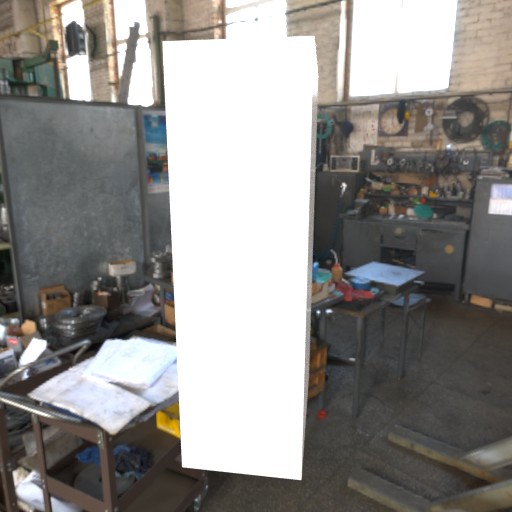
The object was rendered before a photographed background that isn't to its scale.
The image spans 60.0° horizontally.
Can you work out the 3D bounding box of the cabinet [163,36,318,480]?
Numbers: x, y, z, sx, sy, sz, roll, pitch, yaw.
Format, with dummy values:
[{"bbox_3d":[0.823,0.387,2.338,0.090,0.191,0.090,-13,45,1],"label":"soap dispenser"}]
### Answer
[{"bbox_3d":[0.000,0.000,2.365,0.580,1.920,0.980,2,14,8],"label":"cabinet"}]
